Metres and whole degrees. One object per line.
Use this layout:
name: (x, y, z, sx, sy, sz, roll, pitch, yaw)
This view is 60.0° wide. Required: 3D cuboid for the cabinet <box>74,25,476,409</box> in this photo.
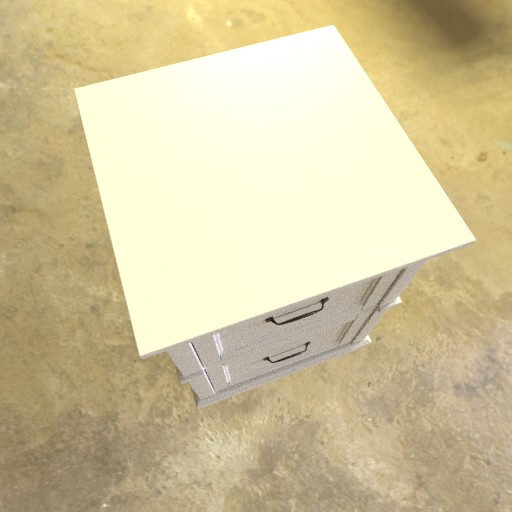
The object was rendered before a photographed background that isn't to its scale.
cabinet: (0.000, 0.000, 1.120, 0.544, 0.775, 0.547, -18, 65, -9)
